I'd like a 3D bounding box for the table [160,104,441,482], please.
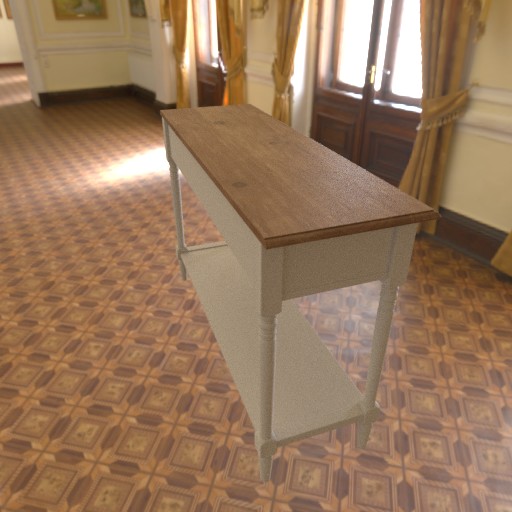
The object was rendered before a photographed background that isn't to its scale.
[{"bbox_3d":[0.000,0.000,1.574,0.399,0.800,1.219,-10,31,-17],"label":"table"}]
